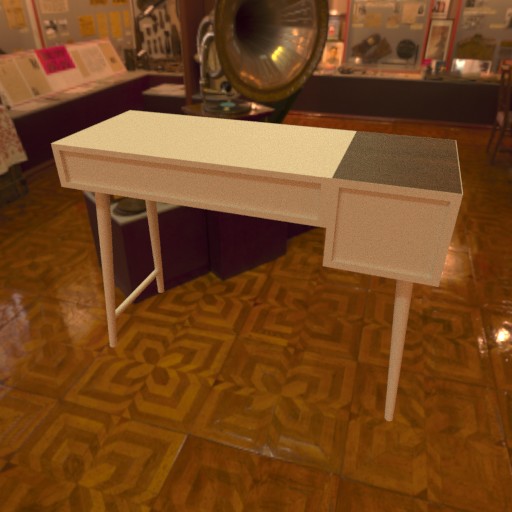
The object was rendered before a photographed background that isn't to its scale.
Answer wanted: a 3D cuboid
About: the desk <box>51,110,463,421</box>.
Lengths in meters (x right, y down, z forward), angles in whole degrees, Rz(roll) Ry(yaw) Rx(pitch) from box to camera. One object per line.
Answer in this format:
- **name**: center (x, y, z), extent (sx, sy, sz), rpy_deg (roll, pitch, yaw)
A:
- **desk**: center (0.000, 0.000, 1.452), extent (1.069, 0.761, 0.409), rpy_deg (10, 33, 16)
